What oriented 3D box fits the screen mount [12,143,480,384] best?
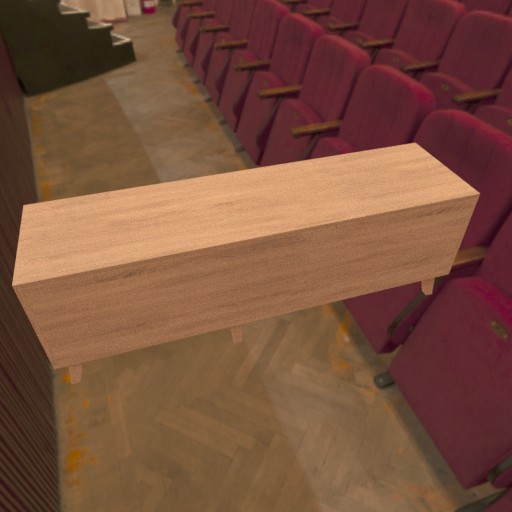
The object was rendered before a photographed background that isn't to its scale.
[{"bbox_3d":[0.000,0.000,1.672,1.500,0.510,0.400,-12,42,-13],"label":"screen mount"}]
